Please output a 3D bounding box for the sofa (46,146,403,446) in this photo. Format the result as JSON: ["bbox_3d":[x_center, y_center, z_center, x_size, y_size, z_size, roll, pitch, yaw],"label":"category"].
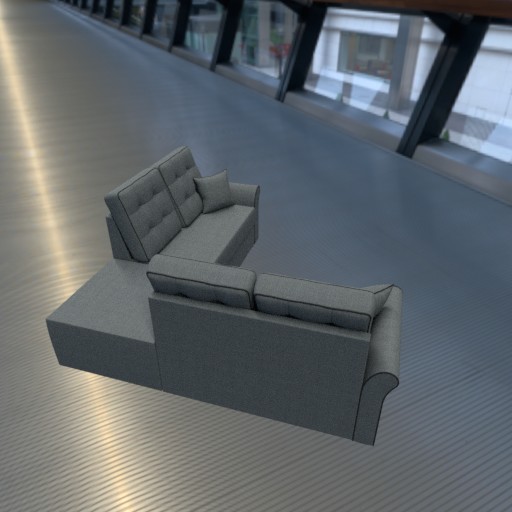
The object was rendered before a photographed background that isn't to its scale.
[{"bbox_3d":[0.000,0.000,3.257,2.068,0.988,2.070,9,33,15],"label":"sofa"}]
